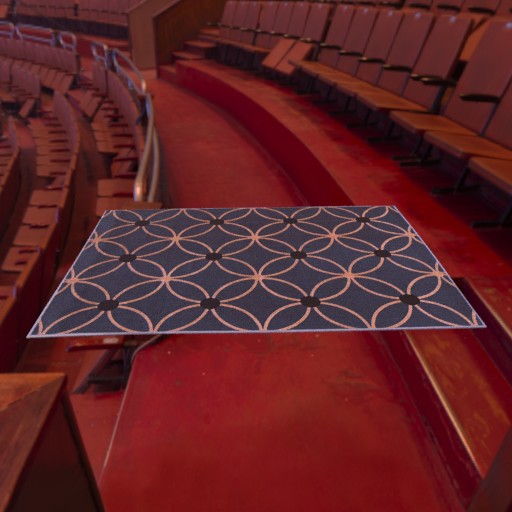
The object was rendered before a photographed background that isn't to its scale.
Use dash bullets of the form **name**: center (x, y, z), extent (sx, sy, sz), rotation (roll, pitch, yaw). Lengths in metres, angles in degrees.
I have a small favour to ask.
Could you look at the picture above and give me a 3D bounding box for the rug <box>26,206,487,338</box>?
- **rug**: center (0.000, 0.000, 2.839), extent (2.284, 0.008, 1.522), rotation (-1, 30, -2)
